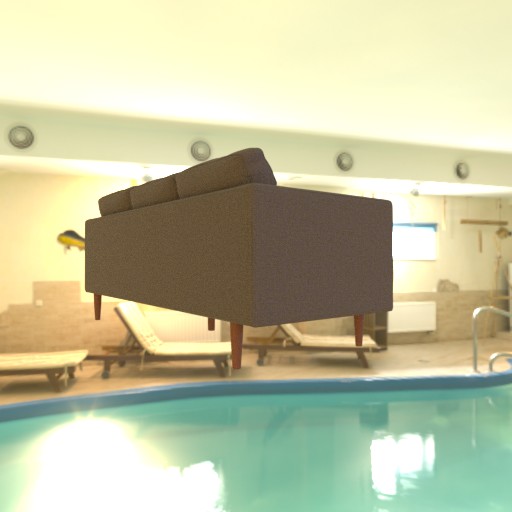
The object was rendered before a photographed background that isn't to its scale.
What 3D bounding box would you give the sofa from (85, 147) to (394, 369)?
[{"bbox_3d":[0.000,0.000,2.881,1.591,0.897,2.031,0,0,-37],"label":"sofa"}]
